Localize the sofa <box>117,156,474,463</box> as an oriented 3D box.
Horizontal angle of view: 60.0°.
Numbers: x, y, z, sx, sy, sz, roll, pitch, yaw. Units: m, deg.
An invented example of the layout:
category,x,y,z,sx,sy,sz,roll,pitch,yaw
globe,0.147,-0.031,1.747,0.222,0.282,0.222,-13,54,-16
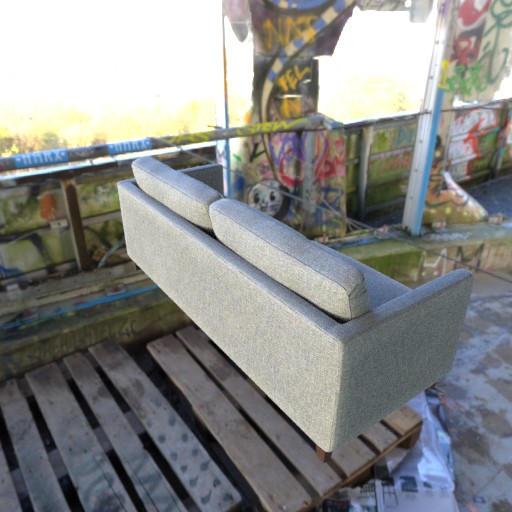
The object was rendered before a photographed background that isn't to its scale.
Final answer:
category,x,y,z,sx,sy,sz,roll,pitch,yaw
sofa,0.000,0.000,2.893,0.948,0.951,2.434,-18,32,-31
